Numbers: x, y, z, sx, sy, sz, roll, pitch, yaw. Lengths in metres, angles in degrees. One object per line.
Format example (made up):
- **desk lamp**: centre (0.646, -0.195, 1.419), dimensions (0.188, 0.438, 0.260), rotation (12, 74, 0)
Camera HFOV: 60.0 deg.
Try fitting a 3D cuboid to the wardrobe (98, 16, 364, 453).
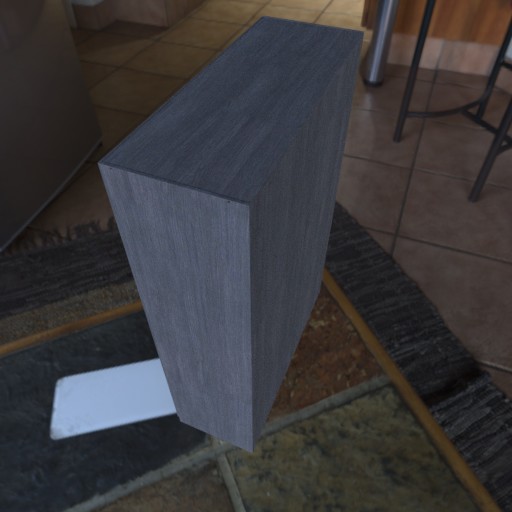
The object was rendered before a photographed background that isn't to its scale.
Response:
- **wardrobe**: centre (0.000, 0.000, 2.363), dimensions (0.510, 1.910, 1.290), rotation (17, 50, 15)
